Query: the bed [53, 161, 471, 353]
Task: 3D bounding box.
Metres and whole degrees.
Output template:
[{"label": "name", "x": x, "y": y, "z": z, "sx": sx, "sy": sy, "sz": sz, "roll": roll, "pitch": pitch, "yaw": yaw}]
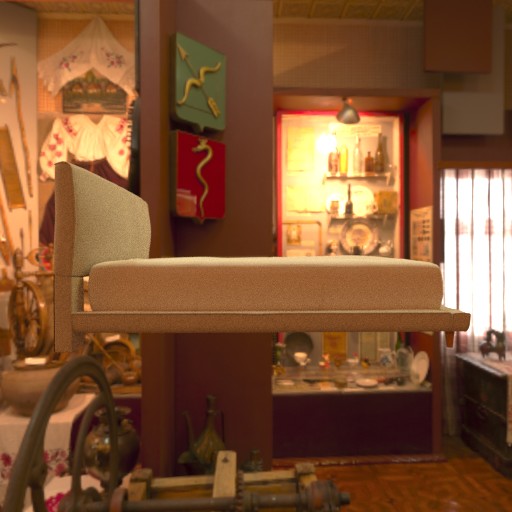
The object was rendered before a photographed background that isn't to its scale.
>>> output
[{"label": "bed", "x": 0.000, "y": 0.000, "z": 3.562, "sx": 2.498, "sy": 1.126, "sz": 1.980, "roll": 0, "pitch": 0, "yaw": -1}]
